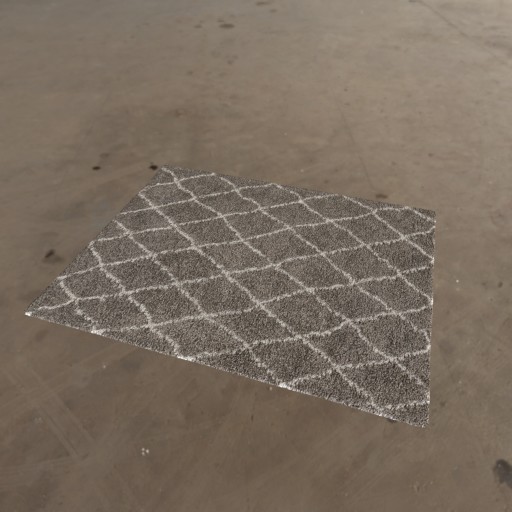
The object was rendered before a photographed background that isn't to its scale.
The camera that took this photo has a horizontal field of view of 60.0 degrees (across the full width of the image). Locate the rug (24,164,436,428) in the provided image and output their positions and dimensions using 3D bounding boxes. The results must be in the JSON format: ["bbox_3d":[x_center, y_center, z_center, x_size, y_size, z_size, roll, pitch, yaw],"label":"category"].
[{"bbox_3d":[0.000,0.000,3.980,3.047,0.029,2.438,12,42,14],"label":"rug"}]
